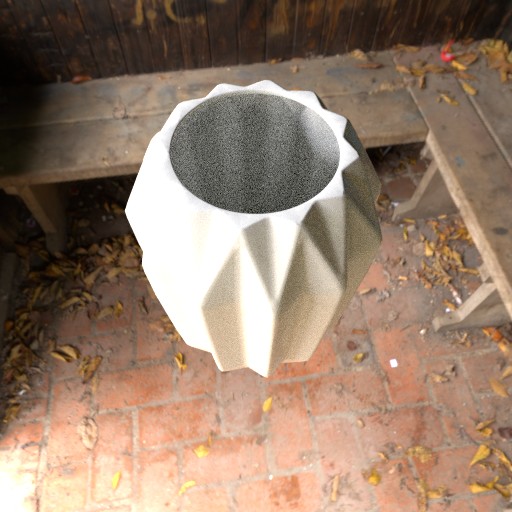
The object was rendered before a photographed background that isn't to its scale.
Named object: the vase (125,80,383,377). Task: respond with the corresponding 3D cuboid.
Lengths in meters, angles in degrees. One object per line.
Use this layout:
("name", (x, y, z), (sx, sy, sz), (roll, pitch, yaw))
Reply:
("vase", (0.000, 0.000, 0.403), (0.195, 0.275, 0.195), (0, 58, 0))
